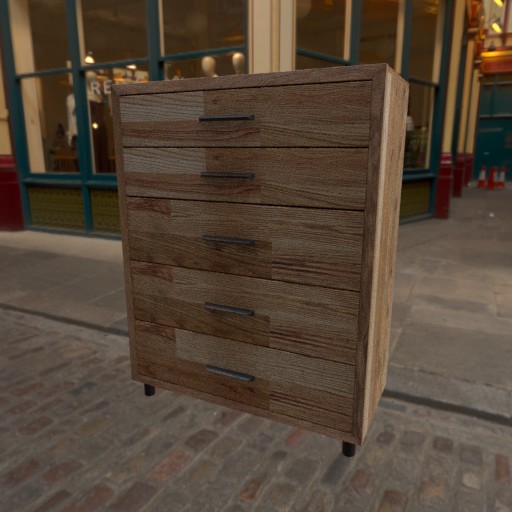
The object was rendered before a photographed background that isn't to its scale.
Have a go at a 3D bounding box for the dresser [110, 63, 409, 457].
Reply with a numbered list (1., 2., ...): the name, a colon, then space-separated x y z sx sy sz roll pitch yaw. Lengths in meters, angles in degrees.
1. dresser: 0.000 0.000 1.701 0.966 1.243 0.480 7 15 25
